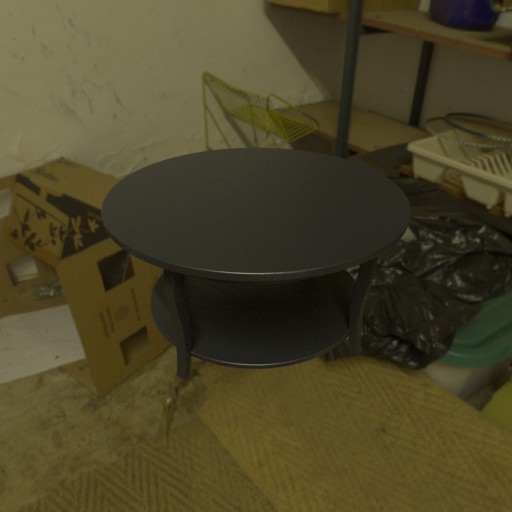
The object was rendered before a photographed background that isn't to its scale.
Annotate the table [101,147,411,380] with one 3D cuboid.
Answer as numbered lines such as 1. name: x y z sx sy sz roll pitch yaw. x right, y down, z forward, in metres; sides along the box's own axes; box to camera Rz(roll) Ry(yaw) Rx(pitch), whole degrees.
1. table: 0.000 0.000 1.482 0.914 0.457 0.914 0 31 0
